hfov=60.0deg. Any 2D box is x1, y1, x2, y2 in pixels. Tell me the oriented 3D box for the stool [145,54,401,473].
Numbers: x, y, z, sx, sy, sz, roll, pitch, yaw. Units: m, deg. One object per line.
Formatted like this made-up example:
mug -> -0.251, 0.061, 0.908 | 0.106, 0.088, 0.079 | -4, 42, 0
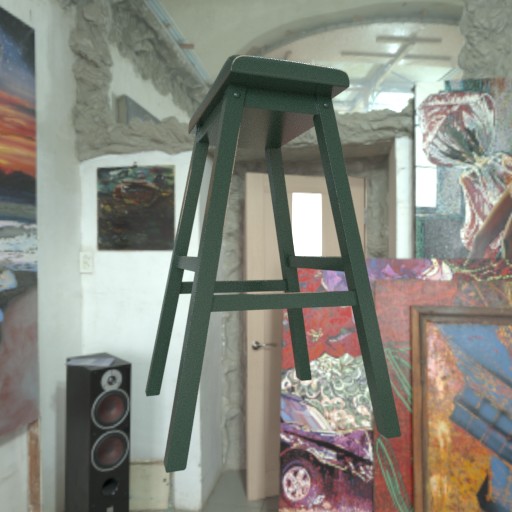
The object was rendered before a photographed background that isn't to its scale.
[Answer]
stool -> 0.000, 0.000, 1.045 | 0.476, 0.737, 0.457 | 0, 1, -18
